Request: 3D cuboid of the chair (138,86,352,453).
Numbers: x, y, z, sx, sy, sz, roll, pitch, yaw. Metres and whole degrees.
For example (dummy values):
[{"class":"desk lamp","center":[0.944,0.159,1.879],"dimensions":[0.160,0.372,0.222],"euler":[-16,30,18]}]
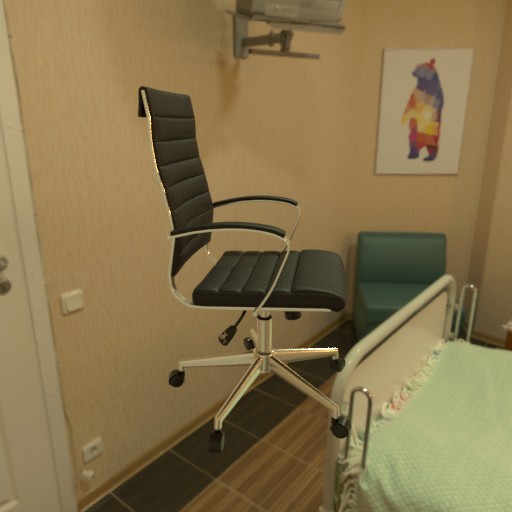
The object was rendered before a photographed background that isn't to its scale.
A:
[{"class":"chair","center":[0.000,0.000,1.636],"dimensions":[0.739,1.149,0.766],"euler":[3,17,9]}]
